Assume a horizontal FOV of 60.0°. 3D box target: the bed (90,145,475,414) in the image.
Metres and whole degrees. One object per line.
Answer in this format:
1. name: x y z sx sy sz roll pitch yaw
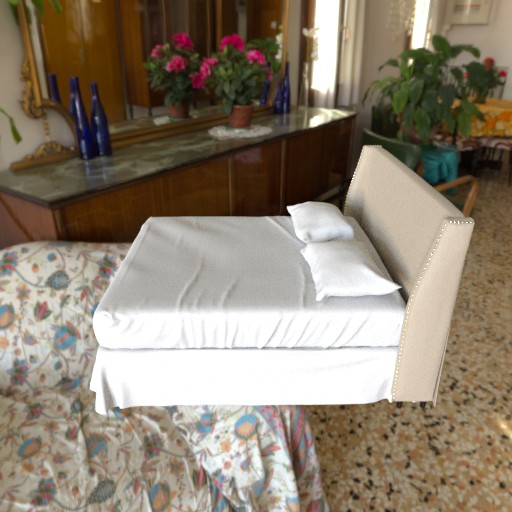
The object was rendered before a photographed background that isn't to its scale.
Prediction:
1. bed: 0.000 0.000 3.408 2.276 1.332 1.925 0 26 -1
